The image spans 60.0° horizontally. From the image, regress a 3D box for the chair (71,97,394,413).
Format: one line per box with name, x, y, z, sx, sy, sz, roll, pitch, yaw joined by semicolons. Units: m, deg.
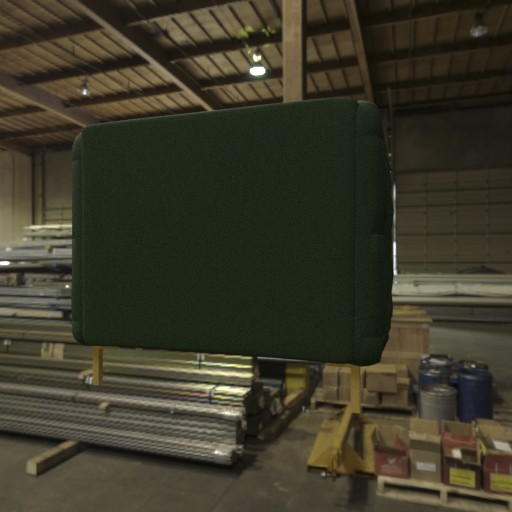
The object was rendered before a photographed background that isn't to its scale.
chair;0.000;0.000;1.557;0.917;0.768;0.855;0;0;18
